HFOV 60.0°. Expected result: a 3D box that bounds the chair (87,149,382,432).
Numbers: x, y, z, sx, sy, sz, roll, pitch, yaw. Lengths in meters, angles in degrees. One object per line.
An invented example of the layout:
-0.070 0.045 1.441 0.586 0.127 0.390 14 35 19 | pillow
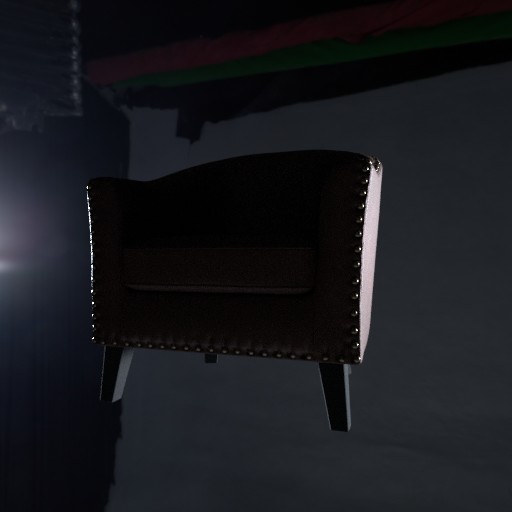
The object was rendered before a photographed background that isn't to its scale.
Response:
0.000 0.000 1.447 0.794 0.823 0.748 0 0 19 | chair
